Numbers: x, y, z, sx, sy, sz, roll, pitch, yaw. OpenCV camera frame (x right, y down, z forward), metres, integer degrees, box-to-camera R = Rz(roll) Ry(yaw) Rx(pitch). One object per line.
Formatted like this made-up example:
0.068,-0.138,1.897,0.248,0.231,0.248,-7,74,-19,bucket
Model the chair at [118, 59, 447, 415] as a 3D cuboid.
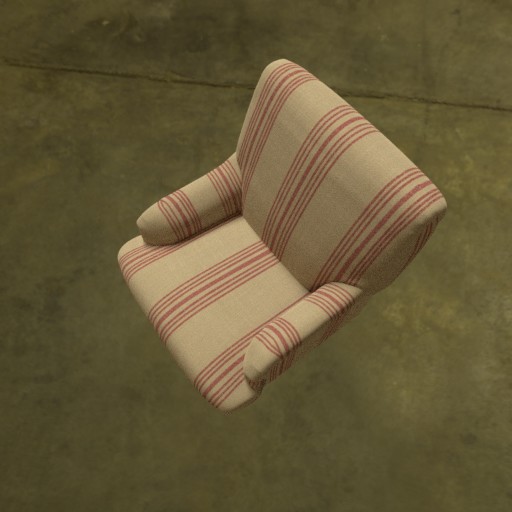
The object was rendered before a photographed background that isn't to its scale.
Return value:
0.000,0.000,1.935,1.058,1.123,0.933,-34,69,-15,chair
